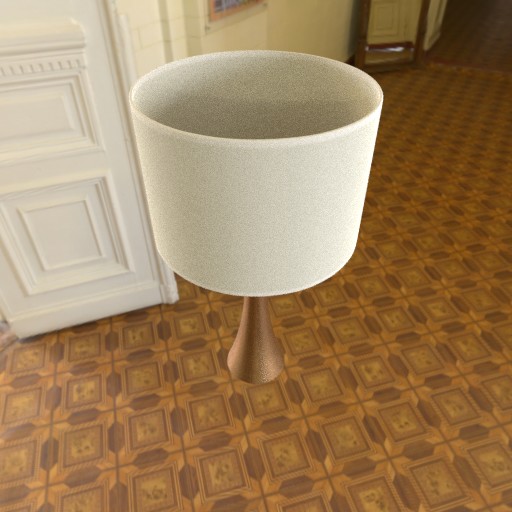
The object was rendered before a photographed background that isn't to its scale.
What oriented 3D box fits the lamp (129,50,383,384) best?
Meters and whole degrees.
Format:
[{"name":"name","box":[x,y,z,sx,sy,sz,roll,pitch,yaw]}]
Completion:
[{"name":"lamp","box":[0.000,0.000,0.631,0.268,0.479,0.268,-11,41,-12]}]
